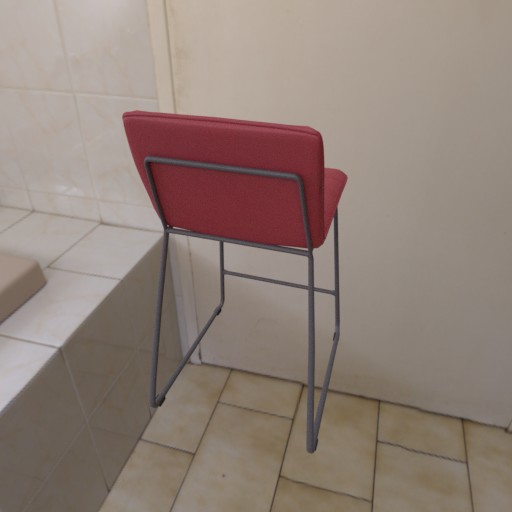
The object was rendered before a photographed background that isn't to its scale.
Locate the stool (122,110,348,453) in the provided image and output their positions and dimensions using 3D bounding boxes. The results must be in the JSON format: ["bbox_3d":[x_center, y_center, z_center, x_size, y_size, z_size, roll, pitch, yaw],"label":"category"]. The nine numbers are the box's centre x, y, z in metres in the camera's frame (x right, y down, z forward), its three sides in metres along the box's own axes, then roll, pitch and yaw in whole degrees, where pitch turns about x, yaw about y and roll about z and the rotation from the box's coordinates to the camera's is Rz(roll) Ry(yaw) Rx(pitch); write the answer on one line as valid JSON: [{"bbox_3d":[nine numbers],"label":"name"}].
[{"bbox_3d":[0.000,0.000,1.204,0.489,0.866,0.524,10,34,15],"label":"stool"}]
